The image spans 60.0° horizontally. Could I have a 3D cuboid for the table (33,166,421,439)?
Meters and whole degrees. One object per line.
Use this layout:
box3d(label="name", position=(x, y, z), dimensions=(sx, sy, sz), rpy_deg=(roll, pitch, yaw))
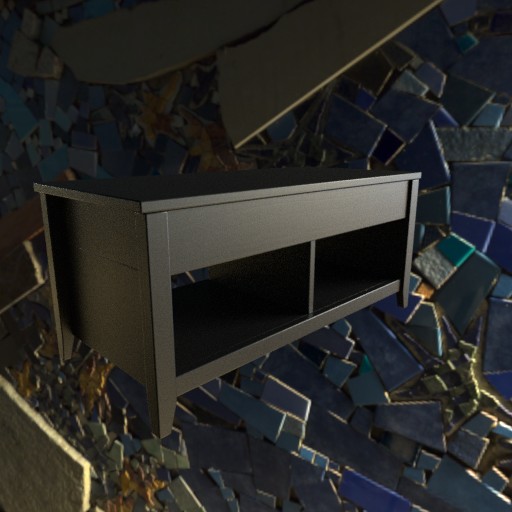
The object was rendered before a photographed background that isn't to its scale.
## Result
box3d(label="table", position=(0.000, 0.000, 1.292), dimensions=(1.016, 0.457, 0.483), rpy_deg=(-14, 20, -43))
